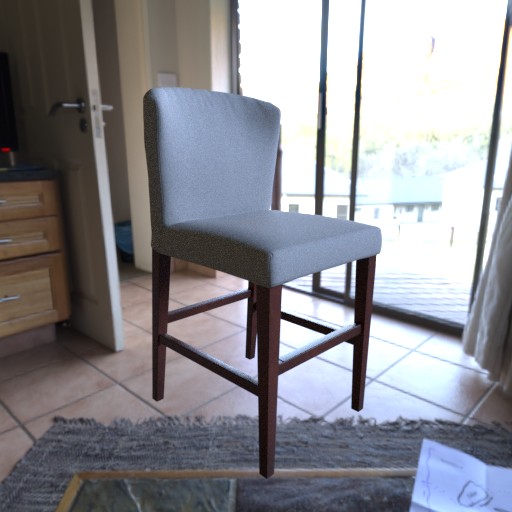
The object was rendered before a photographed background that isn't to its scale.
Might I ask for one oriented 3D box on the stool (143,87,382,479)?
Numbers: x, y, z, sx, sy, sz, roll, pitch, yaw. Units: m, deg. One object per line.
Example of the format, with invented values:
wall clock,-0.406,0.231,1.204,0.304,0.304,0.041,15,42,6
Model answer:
stool,0.000,0.000,1.300,0.479,0.968,0.568,-13,19,-43
